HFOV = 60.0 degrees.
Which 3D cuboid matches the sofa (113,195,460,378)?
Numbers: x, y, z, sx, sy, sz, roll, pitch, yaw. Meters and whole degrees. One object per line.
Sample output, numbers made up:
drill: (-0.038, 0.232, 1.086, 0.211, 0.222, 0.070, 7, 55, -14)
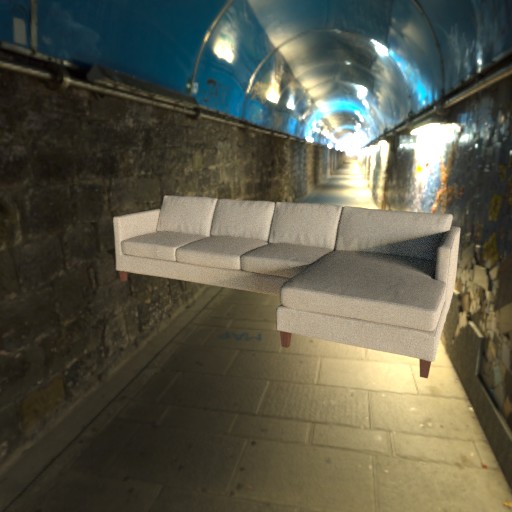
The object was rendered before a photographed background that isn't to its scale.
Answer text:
sofa: (0.000, 0.000, 3.925, 3.186, 0.846, 1.625, 7, 15, 27)
